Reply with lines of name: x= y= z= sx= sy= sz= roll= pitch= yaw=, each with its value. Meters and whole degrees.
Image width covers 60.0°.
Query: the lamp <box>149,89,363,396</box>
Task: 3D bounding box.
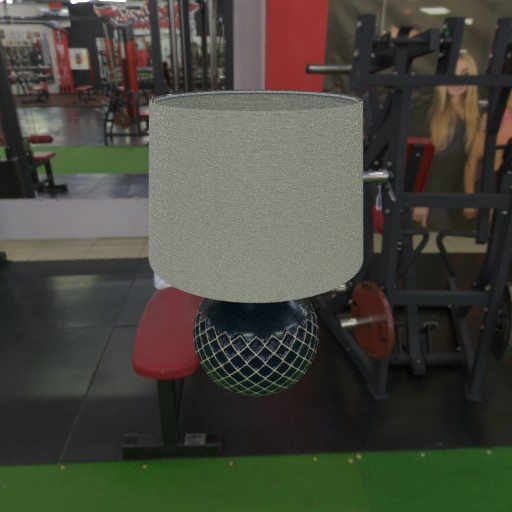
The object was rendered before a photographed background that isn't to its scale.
lamp: x=0.000 y=0.000 z=0.801 sx=0.376 sy=0.540 sz=0.376 roll=0 pitch=25 yaw=0
